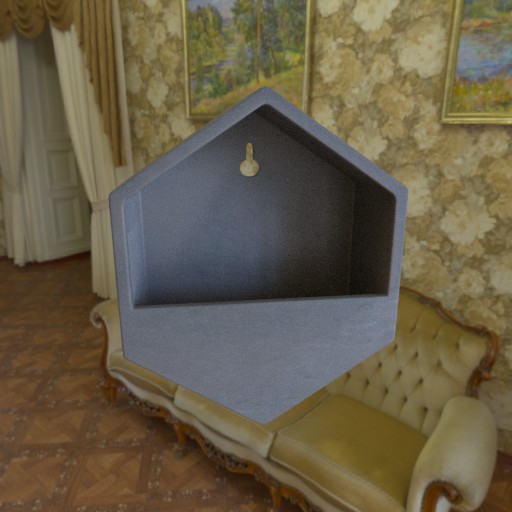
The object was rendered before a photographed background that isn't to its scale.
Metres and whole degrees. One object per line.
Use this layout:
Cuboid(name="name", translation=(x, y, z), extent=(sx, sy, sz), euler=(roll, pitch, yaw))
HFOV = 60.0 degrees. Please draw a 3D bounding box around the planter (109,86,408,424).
Cuboid(name="planter", translation=(0.000, 0.000, 0.296), extent=(0.169, 0.206, 0.077), euler=(-2, 16, -7))
